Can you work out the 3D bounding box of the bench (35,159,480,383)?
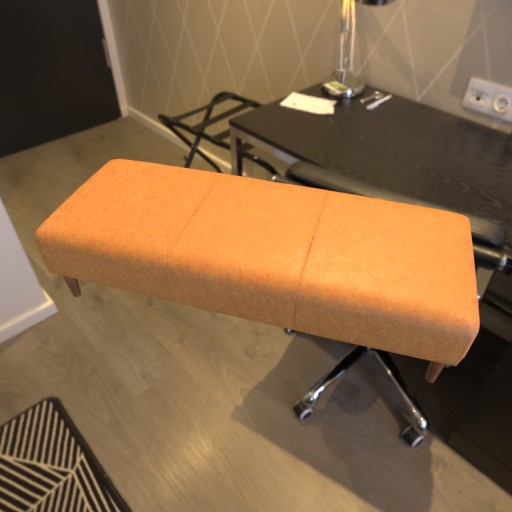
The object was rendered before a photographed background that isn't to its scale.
[{"bbox_3d":[0.000,0.000,1.833,1.610,0.399,0.653,11,43,12],"label":"bench"}]
